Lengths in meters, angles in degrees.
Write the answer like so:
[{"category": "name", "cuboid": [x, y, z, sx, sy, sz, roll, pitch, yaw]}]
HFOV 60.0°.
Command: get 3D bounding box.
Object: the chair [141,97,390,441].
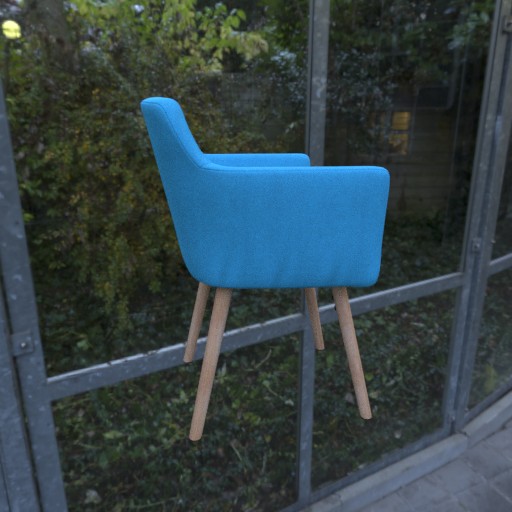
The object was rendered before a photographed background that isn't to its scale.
[{"category": "chair", "cuboid": [0.000, 0.000, 1.171, 0.540, 0.780, 0.570, -3, 16, -10]}]
